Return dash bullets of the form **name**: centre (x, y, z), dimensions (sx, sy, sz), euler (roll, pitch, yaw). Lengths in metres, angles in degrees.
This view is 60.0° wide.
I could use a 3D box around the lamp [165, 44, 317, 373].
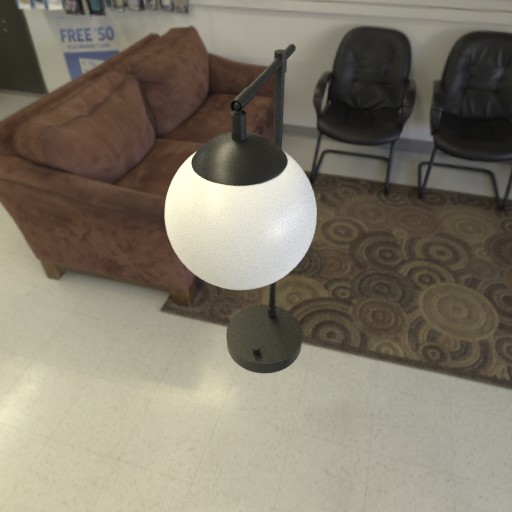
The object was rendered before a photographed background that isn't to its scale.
- **lamp**: centre (0.000, 0.000, 0.703), dimensions (0.197, 0.559, 0.316), euler (13, 43, 14)
